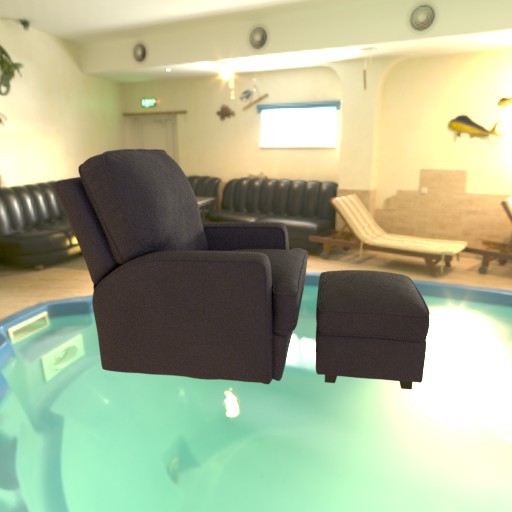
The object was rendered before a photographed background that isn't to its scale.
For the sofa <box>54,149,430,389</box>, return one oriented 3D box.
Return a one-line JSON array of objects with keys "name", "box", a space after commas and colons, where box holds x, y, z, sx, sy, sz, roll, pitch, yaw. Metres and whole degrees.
[{"name": "sofa", "box": [0.000, 0.000, 2.044, 1.472, 0.959, 0.861, 2, 14, 9]}]
